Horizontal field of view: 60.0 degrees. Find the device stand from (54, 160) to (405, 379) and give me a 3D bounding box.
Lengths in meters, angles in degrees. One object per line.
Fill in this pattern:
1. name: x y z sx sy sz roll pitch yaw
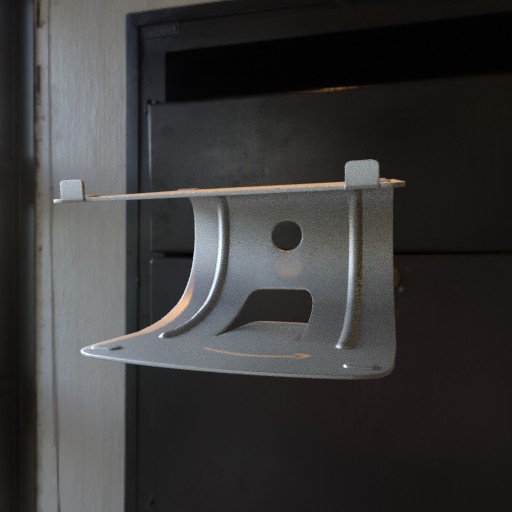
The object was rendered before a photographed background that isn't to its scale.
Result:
1. device stand: 0.000 0.000 0.403 0.256 0.155 0.236 0 0 18
